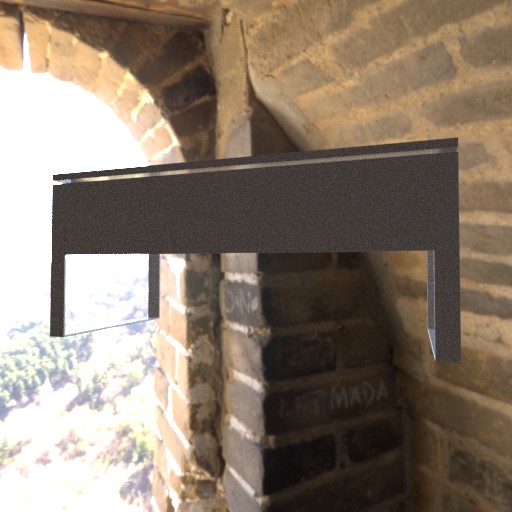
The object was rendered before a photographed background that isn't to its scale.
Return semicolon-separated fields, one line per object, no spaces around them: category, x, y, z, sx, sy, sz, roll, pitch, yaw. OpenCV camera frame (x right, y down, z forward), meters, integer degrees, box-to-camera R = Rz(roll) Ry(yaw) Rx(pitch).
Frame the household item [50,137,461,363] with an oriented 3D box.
household item;0.000;0.000;2.113;1.700;0.745;0.800;-1;-2;20
